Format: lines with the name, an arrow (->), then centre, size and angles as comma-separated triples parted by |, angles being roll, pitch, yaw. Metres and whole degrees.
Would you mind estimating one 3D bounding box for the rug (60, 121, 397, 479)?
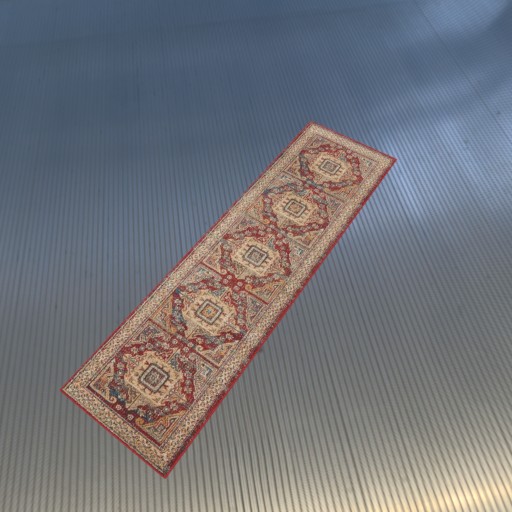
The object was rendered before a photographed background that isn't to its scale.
rug -> 0.000, 0.000, 2.492 | 0.659, 0.015, 2.292 | 30, 62, 18
